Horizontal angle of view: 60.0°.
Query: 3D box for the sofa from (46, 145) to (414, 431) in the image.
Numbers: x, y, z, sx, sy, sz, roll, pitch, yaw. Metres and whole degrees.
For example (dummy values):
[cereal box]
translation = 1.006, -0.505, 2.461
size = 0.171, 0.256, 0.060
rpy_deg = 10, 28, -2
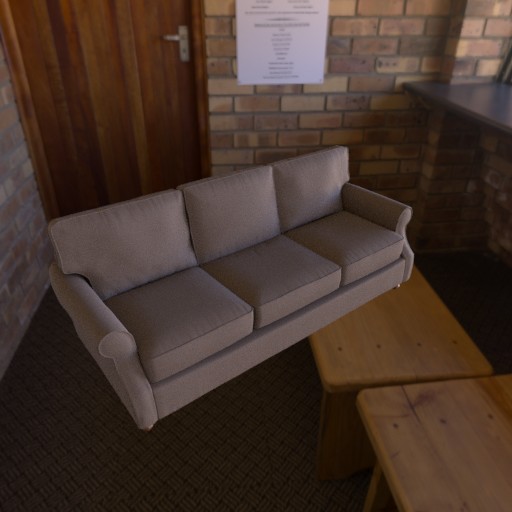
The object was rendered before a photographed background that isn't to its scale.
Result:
[sofa]
translation = 0.000, 0.000, 2.855
size = 2.353, 0.948, 0.966
rpy_deg = -22, 36, -32
